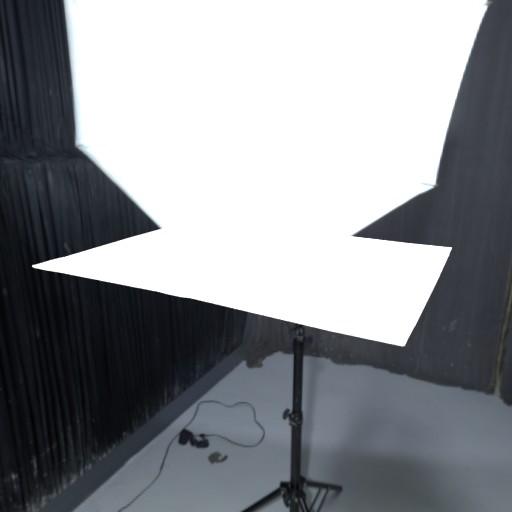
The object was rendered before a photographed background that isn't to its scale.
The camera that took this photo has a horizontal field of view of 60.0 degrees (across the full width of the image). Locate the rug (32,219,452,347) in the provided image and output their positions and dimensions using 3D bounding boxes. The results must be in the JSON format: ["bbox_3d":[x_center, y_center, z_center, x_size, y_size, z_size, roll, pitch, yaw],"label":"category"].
[{"bbox_3d":[0.000,0.000,4.953,3.778,0.053,2.873,8,18,28],"label":"rug"}]
